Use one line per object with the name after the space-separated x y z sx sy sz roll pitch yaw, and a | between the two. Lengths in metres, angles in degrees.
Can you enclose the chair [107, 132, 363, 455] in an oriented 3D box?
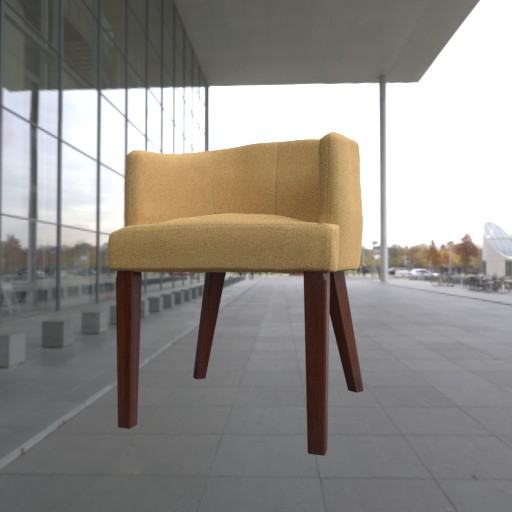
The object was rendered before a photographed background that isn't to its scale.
0.000 0.000 1.246 0.583 0.811 0.655 0 -2 18 | chair
